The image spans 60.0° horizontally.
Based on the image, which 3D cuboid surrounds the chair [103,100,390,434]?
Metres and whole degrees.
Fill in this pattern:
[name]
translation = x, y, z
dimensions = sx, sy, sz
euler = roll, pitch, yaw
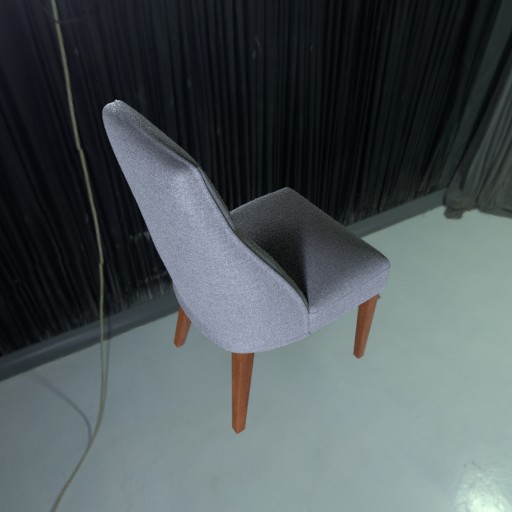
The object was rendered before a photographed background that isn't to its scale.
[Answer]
[chair]
translation = 0.000, 0.000, 1.277
dimensions = 0.620, 0.930, 0.500
euler = -25, 47, -26
